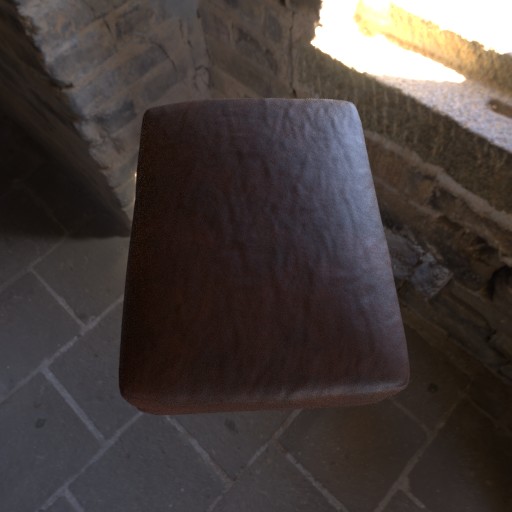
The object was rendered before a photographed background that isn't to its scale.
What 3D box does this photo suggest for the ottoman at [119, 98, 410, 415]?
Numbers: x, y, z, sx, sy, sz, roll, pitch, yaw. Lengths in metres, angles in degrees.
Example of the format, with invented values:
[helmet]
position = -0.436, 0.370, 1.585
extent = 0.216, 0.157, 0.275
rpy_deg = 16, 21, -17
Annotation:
[ottoman]
position = 0.000, 0.000, 1.295
extent = 0.659, 0.527, 0.887
rpy_deg = -2, 63, -1
